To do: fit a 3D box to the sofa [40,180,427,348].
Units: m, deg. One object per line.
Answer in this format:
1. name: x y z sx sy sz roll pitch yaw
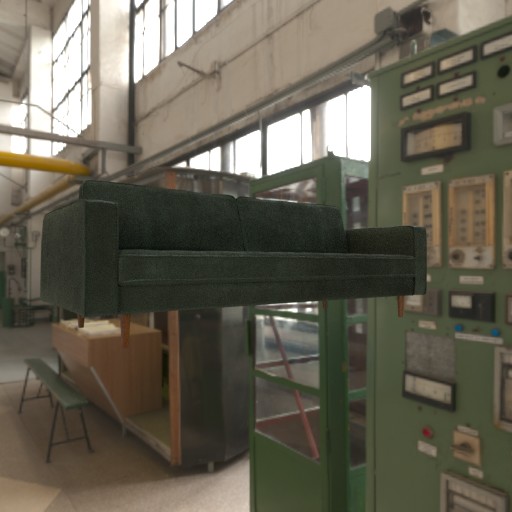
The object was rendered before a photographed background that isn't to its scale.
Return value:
1. sofa: 0.000 0.000 2.627 2.214 0.781 0.886 1 -1 -35
